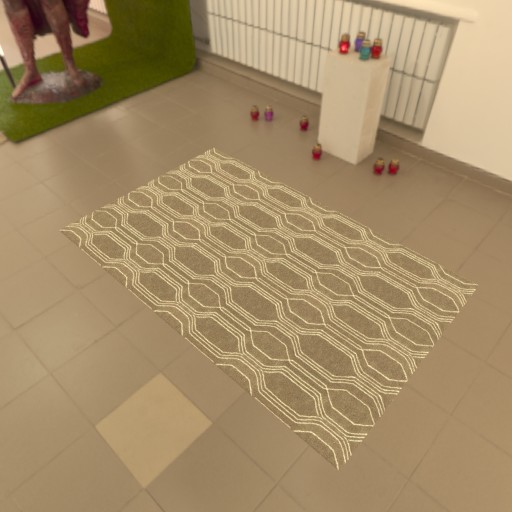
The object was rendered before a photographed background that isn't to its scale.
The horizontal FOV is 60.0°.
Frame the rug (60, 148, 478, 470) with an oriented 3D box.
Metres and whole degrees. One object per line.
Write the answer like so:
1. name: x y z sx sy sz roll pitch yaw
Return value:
1. rug: 0.000 0.000 3.022 2.457 0.012 1.541 33 53 29
